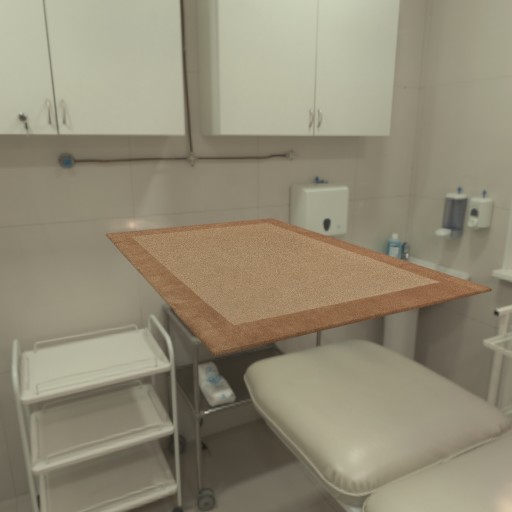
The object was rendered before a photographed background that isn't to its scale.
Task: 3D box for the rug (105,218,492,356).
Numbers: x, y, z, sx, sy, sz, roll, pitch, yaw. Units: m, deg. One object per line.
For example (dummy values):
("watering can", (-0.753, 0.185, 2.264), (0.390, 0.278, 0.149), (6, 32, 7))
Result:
("rug", (0.000, 0.000, 2.318), (1.219, 0.014, 1.829), (-8, 17, -26))
